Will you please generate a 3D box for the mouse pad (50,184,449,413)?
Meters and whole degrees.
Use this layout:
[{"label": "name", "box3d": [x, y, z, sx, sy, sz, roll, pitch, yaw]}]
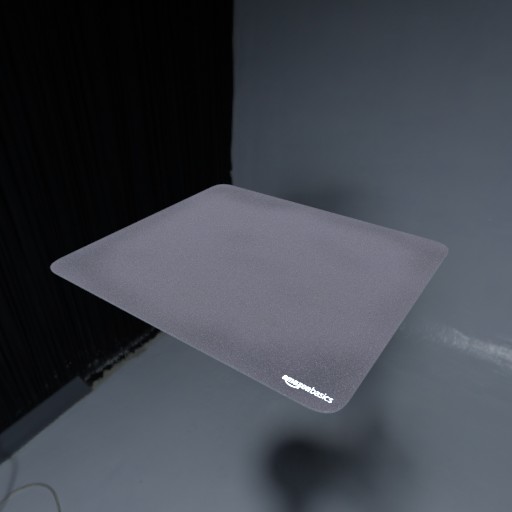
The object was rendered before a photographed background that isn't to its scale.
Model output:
[{"label": "mouse pad", "box3d": [0.000, 0.000, 0.644, 0.451, 0.002, 0.393, 20, 36, 30]}]
